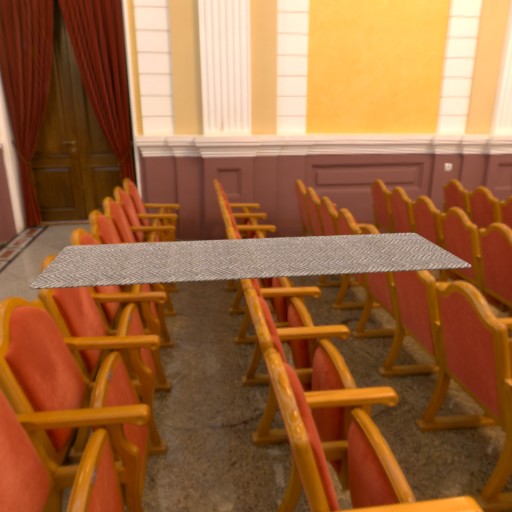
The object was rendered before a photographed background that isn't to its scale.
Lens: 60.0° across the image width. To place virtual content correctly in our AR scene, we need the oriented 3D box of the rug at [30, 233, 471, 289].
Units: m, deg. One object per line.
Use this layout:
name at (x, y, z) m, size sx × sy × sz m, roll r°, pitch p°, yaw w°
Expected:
rug at (0.000, 0.000, 2.576) m, size 2.286 × 0.008 × 0.686 m, roll -2°, pitch 19°, yaw -7°
